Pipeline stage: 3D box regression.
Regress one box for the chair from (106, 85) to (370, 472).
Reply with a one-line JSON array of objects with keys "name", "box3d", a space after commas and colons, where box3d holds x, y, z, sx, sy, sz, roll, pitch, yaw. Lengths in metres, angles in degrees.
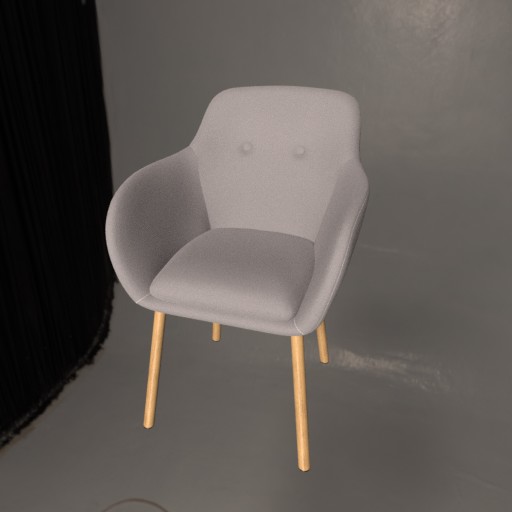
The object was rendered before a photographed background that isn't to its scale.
[{"name": "chair", "box3d": [0.000, 0.000, 1.210, 0.570, 0.830, 0.590, 8, 26, 16]}]
